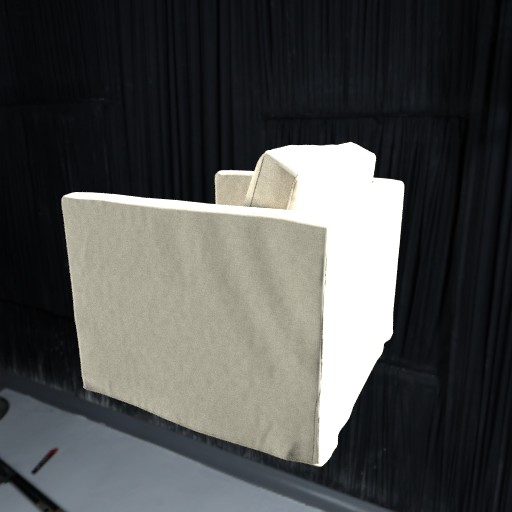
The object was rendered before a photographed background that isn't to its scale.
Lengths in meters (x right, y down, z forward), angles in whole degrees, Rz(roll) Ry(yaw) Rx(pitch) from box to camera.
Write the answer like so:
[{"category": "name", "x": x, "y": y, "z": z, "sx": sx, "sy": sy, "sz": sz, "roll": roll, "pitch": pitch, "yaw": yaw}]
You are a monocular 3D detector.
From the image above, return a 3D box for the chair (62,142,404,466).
[{"category": "chair", "x": 0.000, "y": 0.000, "z": 1.748, "sx": 0.949, "sy": 0.867, "sz": 1.057, "roll": 8, "pitch": 18, "yaw": 26}]
